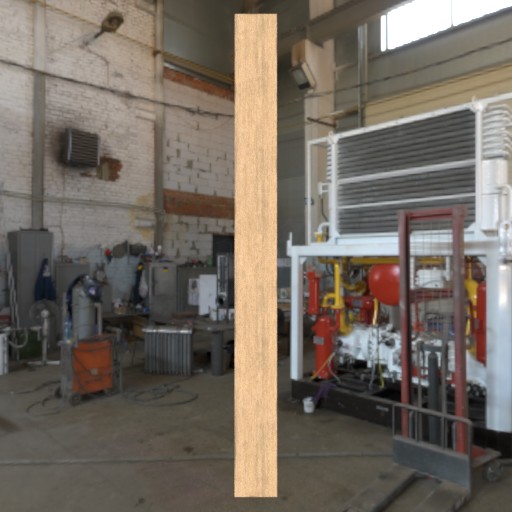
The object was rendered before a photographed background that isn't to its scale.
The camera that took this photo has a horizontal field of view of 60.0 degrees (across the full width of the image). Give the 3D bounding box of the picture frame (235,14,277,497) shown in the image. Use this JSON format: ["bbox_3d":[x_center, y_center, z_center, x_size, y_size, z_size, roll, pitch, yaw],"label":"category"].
[{"bbox_3d":[0.000,0.000,0.693,0.046,0.526,0.421,0,0,0],"label":"picture frame"}]
